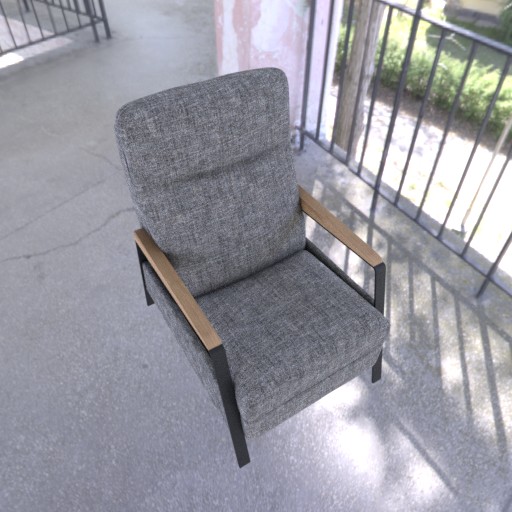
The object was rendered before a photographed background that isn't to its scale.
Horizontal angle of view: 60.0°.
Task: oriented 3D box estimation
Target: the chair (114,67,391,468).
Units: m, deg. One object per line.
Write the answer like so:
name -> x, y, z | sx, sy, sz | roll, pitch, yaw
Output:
chair -> 0.000, 0.000, 1.588 | 0.671, 1.042, 0.868 | -24, 50, -22
